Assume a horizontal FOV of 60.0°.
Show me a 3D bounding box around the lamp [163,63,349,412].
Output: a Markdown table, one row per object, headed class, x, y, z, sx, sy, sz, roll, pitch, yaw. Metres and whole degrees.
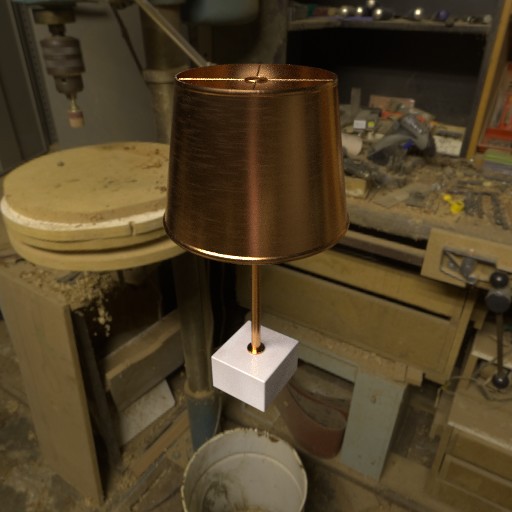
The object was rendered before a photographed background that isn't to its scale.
| class | x | y | z | sx | sy | sz | roll | pitch | yaw |
| --- | --- | --- | --- | --- | --- | --- | --- | --- | --- |
| lamp | 0.000 | 0.000 | 0.530 | 0.208 | 0.406 | 0.208 | 0 | 31 | 0 |
